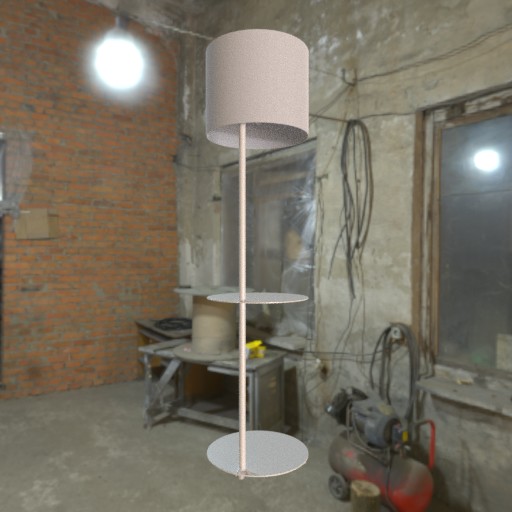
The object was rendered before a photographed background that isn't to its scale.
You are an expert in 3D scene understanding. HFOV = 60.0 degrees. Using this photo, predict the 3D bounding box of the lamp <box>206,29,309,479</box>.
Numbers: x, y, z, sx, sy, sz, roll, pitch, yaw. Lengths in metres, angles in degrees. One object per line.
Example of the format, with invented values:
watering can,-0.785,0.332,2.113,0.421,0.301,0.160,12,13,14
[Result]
lamp,0.000,0.000,1.605,0.372,1.465,0.405,0,0,19
